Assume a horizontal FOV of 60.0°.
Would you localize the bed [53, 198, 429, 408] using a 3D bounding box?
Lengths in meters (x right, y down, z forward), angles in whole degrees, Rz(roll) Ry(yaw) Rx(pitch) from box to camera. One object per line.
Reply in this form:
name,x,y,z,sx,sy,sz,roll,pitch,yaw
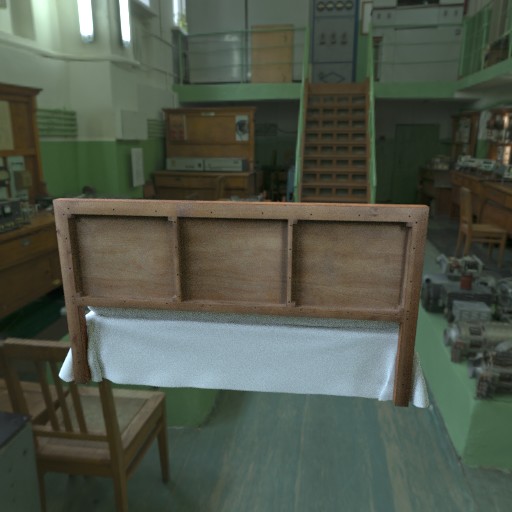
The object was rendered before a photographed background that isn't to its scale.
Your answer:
bed,0.000,0.000,3.506,2.255,1.158,2.165,2,16,7
